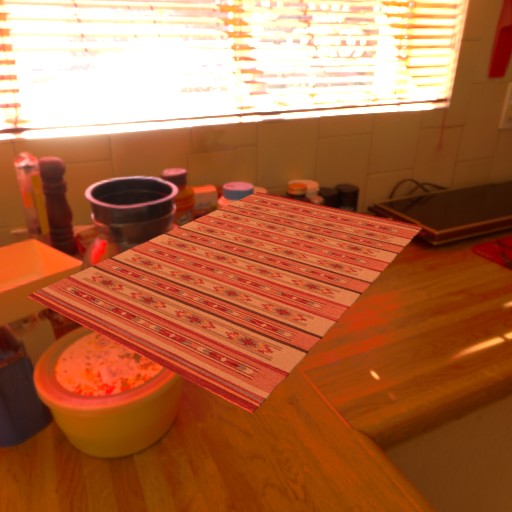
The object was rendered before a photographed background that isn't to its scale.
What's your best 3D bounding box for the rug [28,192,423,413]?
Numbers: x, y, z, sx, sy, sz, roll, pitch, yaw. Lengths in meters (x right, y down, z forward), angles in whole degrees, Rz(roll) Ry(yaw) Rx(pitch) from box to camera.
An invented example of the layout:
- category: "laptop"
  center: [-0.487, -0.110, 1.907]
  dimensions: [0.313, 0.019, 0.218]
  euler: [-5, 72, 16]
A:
- category: "rug"
  center: [0.000, 0.000, 2.328]
  dimensions: [1.223, 0.008, 1.817]
  euler: [17, 30, 31]
